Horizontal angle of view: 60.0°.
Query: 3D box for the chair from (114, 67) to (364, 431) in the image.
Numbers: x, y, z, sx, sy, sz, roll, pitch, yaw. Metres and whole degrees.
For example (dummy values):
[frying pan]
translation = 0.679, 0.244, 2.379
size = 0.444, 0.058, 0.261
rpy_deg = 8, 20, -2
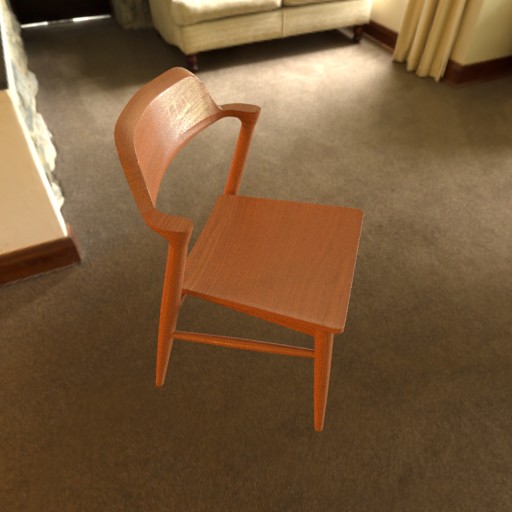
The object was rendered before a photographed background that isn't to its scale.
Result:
[chair]
translation = 0.000, 0.000, 1.125
size = 0.499, 0.801, 0.496
rpy_deg = 11, 46, 11
